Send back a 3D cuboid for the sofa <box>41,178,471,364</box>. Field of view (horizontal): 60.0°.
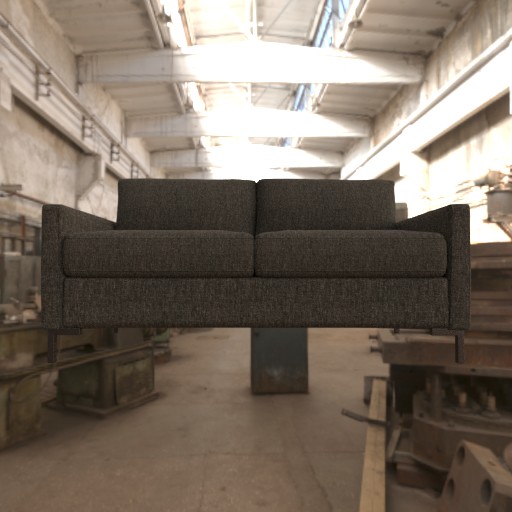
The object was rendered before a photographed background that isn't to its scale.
[{"bbox_3d":[0.000,0.000,2.142,1.716,0.862,0.866,0,-2,0],"label":"sofa"}]
